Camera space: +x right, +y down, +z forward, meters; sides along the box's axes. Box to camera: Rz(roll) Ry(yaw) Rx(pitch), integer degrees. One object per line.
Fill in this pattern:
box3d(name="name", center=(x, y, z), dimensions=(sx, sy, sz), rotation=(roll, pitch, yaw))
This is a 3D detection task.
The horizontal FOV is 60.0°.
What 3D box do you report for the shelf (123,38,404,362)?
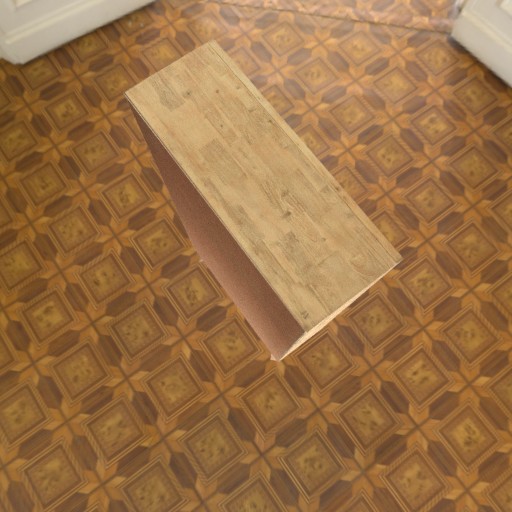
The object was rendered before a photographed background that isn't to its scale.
box3d(name="shelf", center=(0.000, 0.000, 1.764), dimensions=(0.308, 1.471, 0.748), rotation=(-35, 77, -10))
